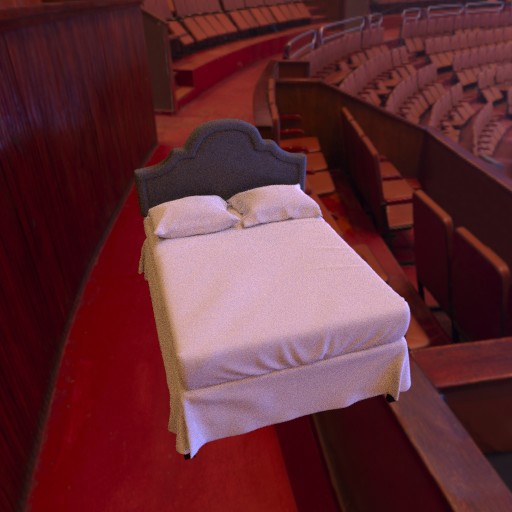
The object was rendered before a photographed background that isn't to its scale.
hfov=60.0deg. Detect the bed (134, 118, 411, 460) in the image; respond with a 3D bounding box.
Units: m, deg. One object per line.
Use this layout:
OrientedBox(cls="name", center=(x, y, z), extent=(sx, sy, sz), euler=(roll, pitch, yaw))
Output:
OrientedBox(cls="bed", center=(0.000, 0.000, 3.446), extent=(1.780, 1.634, 2.222), euler=(-9, 33, -15))
